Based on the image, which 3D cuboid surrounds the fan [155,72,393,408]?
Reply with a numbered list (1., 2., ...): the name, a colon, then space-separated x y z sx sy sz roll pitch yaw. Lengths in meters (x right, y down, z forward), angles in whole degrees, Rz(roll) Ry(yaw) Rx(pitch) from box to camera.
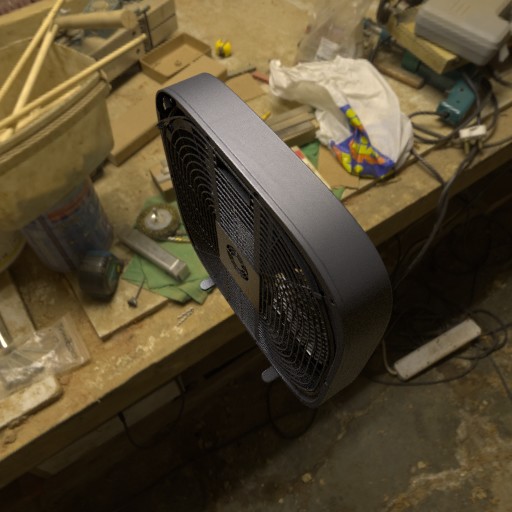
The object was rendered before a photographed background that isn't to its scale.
1. fan: 0.000 0.000 0.812 0.142 0.533 0.526 -29 62 -17
